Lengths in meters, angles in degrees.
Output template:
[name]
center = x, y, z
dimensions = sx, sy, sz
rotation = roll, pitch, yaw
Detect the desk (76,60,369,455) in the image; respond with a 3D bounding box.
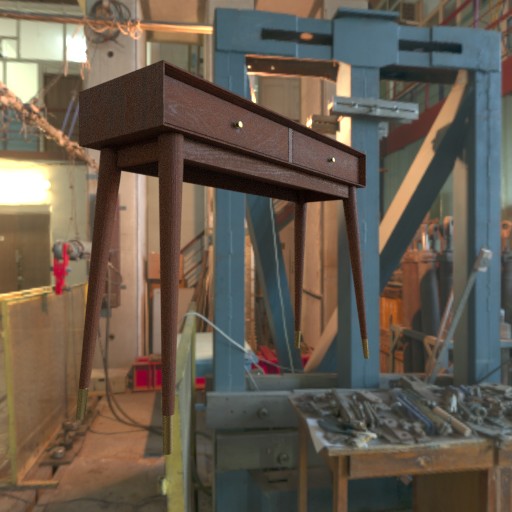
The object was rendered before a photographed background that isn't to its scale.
[desk]
center = 0.000, 0.000, 1.616
dimensions = 0.384, 0.917, 1.204
rotation = 0, 0, 36
